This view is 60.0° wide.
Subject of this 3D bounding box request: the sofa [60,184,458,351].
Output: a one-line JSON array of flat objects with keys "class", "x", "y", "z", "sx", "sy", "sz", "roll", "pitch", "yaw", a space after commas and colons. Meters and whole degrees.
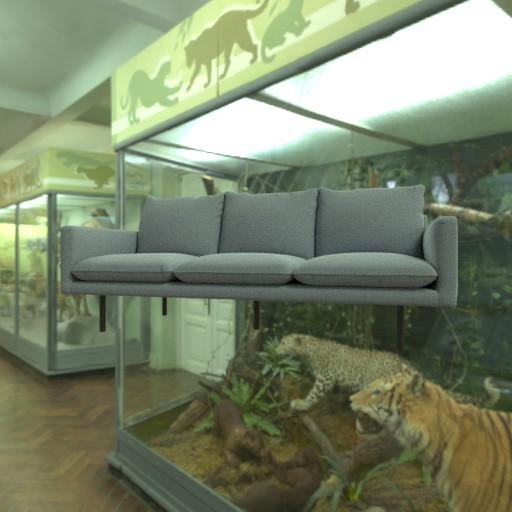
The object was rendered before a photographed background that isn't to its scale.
[{"class": "sofa", "x": 0.000, "y": 0.000, "z": 2.492, "sx": 2.000, "sy": 0.830, "sz": 0.850, "roll": 0, "pitch": 0, "yaw": 18}]
